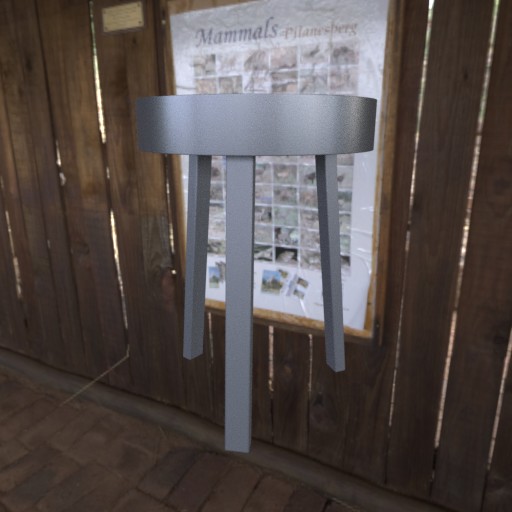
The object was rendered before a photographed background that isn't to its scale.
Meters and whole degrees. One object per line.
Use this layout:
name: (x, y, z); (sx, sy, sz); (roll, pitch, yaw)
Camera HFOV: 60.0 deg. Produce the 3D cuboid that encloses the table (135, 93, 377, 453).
table: (0.000, 0.000, 0.848); (0.406, 0.559, 0.406); (0, 17, 0)
